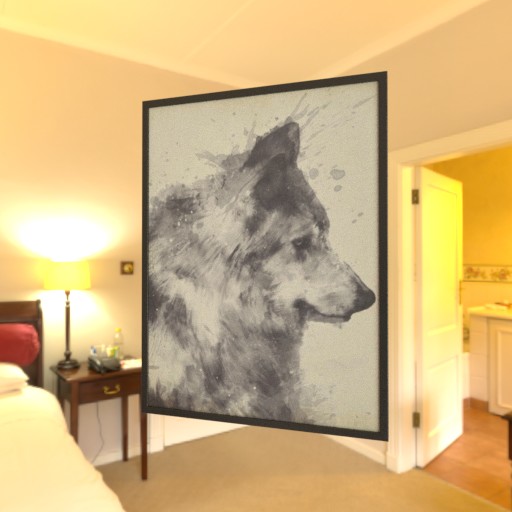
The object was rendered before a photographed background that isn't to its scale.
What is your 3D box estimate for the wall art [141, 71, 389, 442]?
[{"bbox_3d":[0.000,0.000,1.407,0.804,1.061,0.039,0,-1,18],"label":"wall art"}]
